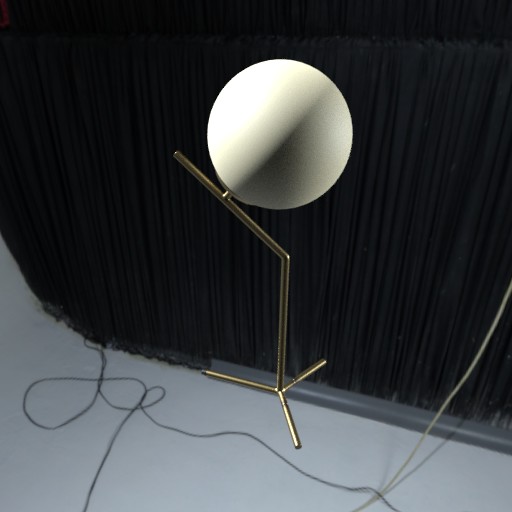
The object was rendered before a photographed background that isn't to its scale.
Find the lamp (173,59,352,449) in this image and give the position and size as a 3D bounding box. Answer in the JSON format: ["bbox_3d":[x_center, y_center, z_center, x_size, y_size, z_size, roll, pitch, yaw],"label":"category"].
[{"bbox_3d":[0.000,0.000,0.677,0.251,0.552,0.210,10,31,16],"label":"lamp"}]
